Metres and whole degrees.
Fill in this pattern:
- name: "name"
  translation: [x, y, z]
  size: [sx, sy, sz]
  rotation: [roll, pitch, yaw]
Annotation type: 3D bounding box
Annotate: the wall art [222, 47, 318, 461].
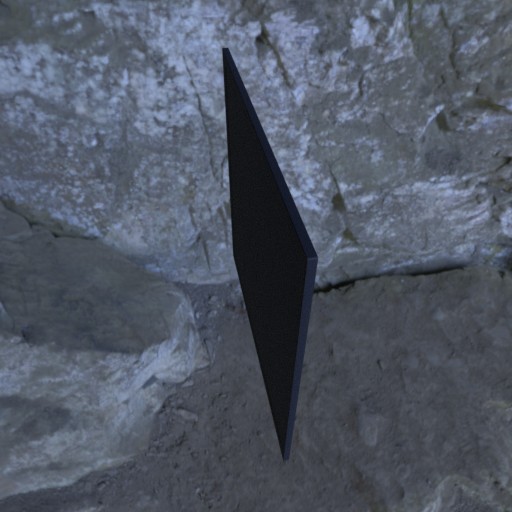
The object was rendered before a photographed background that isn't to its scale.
- name: "wall art"
  translation: [0.000, 0.000, 0.841]
  size: [0.012, 0.558, 0.562]
  rotation: [-9, 46, -8]
